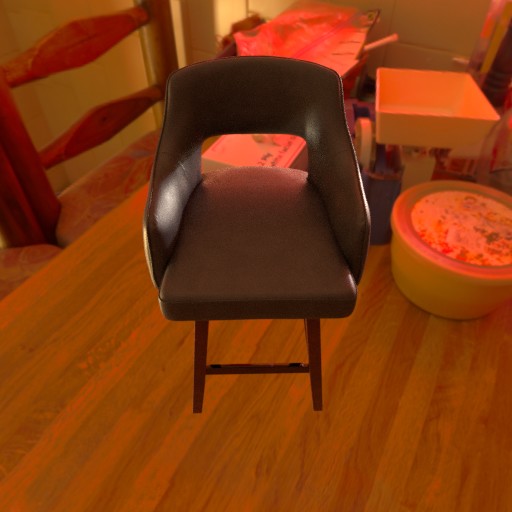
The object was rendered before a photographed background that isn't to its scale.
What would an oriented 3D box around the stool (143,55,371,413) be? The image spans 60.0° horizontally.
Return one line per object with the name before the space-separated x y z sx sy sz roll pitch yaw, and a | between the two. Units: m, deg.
stool | 0.000 0.000 1.291 0.550 0.936 0.560 -1 45 -1
